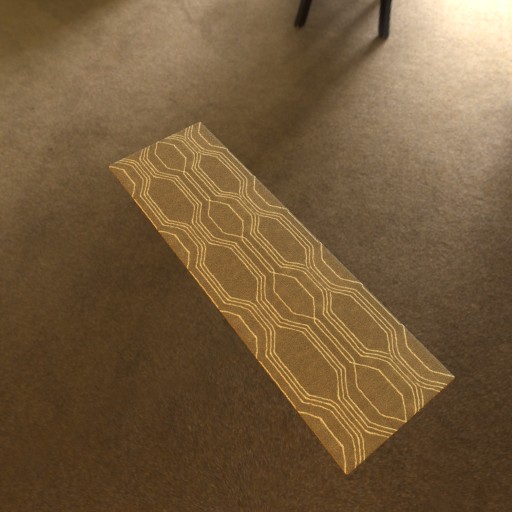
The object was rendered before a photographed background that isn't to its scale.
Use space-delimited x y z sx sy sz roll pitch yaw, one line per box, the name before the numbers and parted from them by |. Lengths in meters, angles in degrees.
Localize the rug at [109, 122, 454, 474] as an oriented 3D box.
rug | 0.000 0.000 2.733 0.773 0.012 2.464 -32 63 -19
